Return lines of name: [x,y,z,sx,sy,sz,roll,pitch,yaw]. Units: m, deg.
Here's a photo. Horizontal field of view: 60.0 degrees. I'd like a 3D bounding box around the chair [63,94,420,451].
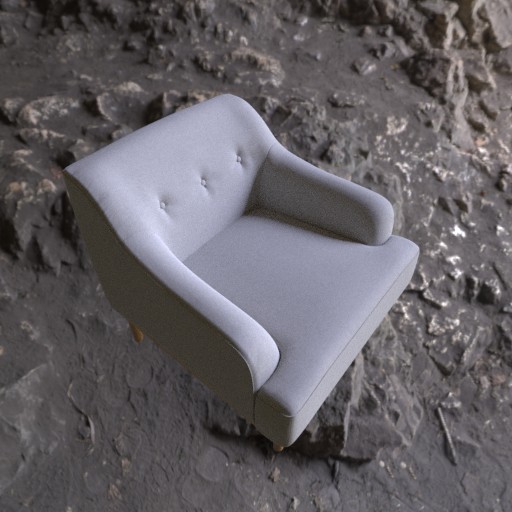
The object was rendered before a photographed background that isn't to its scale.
chair: [0.000,0.000,1.659,0.951,0.818,0.946,27,48,27]
